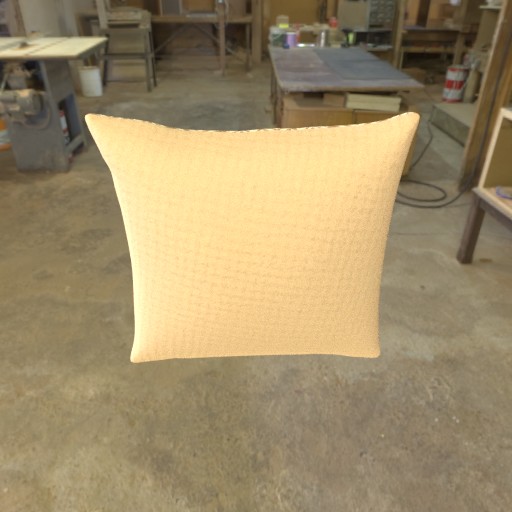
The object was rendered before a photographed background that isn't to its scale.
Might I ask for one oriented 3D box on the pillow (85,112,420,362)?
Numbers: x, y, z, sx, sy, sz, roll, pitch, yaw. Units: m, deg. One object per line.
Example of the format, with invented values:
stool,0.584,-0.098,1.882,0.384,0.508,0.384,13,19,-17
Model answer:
pillow,0.000,0.000,0.646,0.419,0.407,0.173,-1,31,-1
